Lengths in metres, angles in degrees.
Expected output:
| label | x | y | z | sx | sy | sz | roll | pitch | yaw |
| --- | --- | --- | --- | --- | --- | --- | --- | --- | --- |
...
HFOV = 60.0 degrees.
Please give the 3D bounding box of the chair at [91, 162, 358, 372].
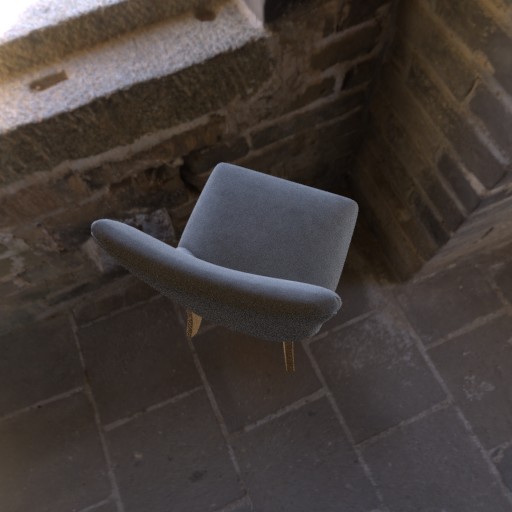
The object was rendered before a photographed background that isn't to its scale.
| label | x | y | z | sx | sy | sz | roll | pitch | yaw |
| --- | --- | --- | --- | --- | --- | --- | --- | --- | --- |
| chair | 0.000 | 0.000 | 1.274 | 0.495 | 0.902 | 0.610 | 18 | 65 | 8 |
